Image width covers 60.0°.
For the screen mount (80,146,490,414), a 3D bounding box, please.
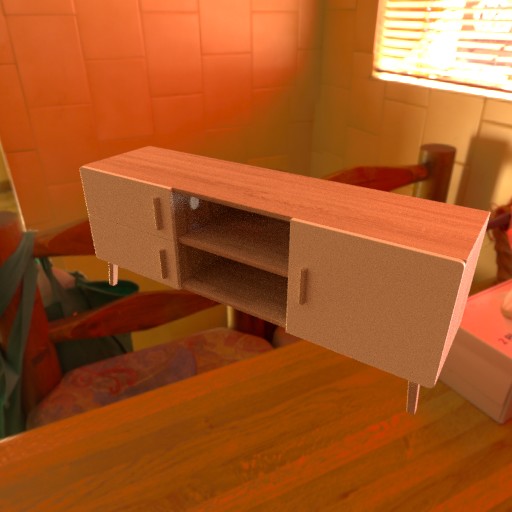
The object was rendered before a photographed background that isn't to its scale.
[{"bbox_3d":[0.000,0.000,1.744,1.500,0.570,0.420,17,33,29],"label":"screen mount"}]
